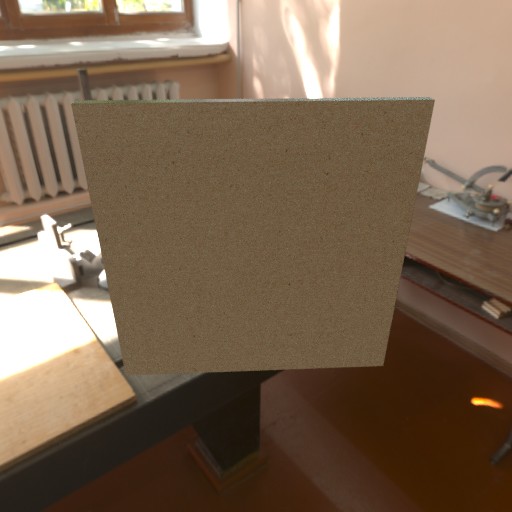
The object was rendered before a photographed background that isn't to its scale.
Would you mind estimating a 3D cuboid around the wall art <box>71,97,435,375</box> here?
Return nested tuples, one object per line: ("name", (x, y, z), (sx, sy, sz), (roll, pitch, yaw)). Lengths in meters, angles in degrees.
("wall art", (0.000, 0.000, 1.148), (0.773, 0.775, 0.031), (-1, 30, -3))
